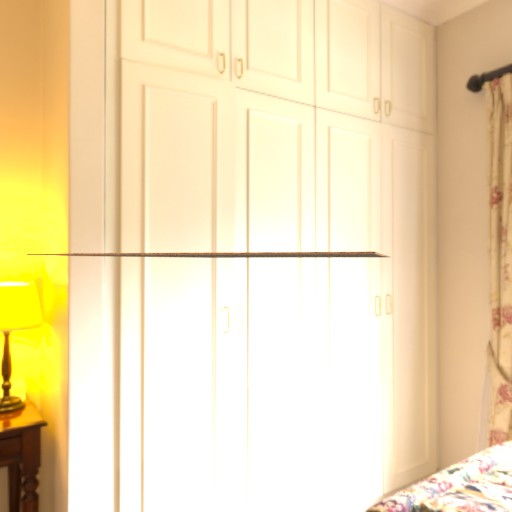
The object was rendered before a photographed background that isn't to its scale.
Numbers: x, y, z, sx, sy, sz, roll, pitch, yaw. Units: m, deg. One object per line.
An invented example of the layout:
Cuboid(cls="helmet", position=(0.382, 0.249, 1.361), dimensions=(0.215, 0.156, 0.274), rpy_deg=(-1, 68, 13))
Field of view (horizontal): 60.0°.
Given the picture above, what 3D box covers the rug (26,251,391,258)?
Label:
Cuboid(cls="rug", position=(0.000, 0.000, 4.333), dimensions=(2.438, 0.012, 3.200), rpy_deg=(0, -1, 18))
